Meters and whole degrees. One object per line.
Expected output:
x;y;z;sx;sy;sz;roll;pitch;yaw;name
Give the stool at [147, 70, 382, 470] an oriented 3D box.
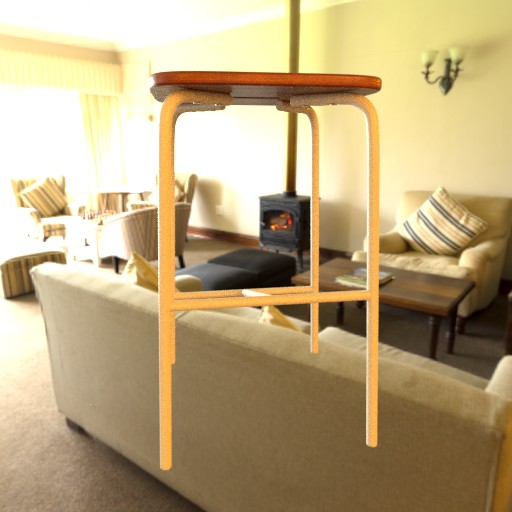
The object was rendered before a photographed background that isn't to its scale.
0.000;0.000;0.852;0.376;0.610;0.376;-2;15;-9;stool
